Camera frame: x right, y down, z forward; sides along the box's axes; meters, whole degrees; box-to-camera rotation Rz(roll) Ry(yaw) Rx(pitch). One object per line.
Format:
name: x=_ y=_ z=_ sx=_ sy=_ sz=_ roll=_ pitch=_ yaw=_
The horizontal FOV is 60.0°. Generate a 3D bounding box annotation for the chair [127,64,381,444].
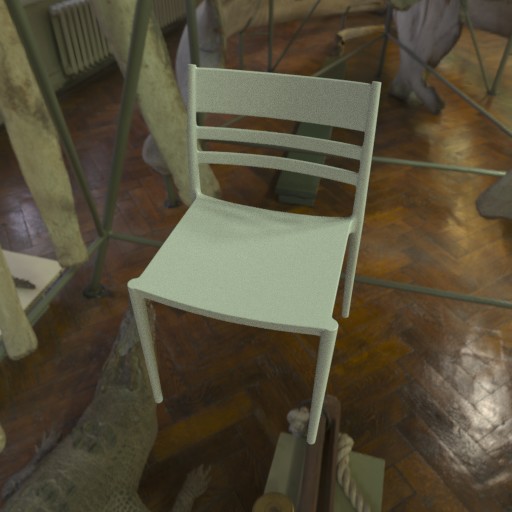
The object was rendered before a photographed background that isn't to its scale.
chair: x=0.000 y=0.000 z=1.156 sx=0.531 sy=0.800 sz=0.511 roll=10 pitch=42 yaw=12
